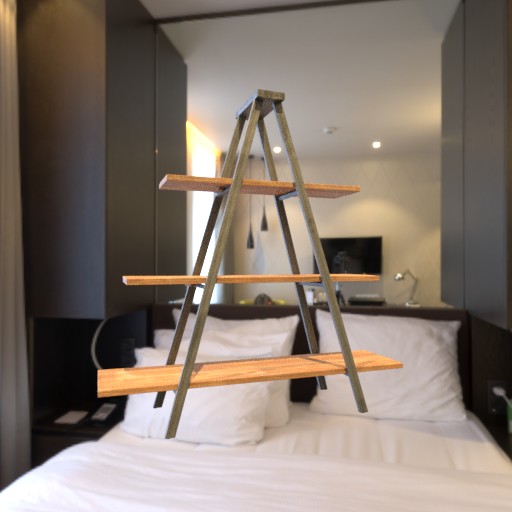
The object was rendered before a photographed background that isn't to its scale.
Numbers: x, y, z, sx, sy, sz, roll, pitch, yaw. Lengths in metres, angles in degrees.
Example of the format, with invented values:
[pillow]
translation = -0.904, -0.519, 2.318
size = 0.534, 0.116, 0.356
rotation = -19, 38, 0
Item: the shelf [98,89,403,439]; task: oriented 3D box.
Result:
[shelf]
translation = 0.000, 0.000, 2.606
size = 1.746, 1.808, 0.508
rotation = 0, -1, -20
